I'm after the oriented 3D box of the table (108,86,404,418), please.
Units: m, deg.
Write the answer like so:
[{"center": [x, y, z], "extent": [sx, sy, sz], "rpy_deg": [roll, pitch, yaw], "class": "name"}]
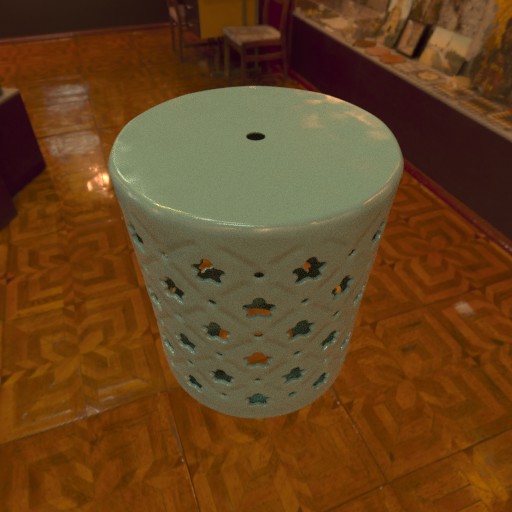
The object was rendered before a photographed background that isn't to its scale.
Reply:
[{"center": [0.000, 0.000, 0.662], "extent": [0.352, 0.387, 0.352], "rpy_deg": [0, 42, 0], "class": "table"}]
